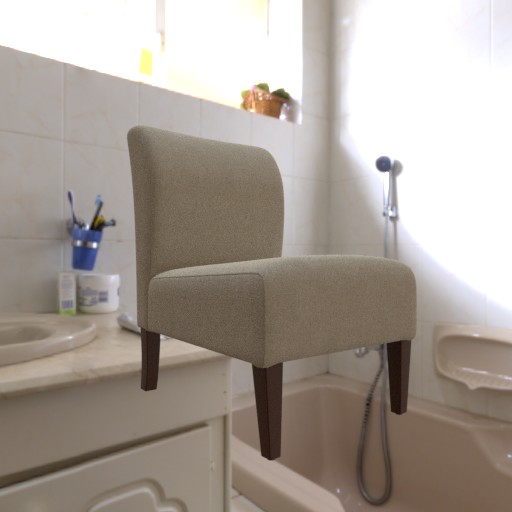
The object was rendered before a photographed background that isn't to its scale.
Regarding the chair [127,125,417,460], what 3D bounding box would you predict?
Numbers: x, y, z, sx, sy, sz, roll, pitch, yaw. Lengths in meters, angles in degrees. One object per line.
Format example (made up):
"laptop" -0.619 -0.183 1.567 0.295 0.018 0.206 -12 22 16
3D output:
"chair" 0.000 0.000 1.300 0.521 0.833 0.754 0 0 -37
